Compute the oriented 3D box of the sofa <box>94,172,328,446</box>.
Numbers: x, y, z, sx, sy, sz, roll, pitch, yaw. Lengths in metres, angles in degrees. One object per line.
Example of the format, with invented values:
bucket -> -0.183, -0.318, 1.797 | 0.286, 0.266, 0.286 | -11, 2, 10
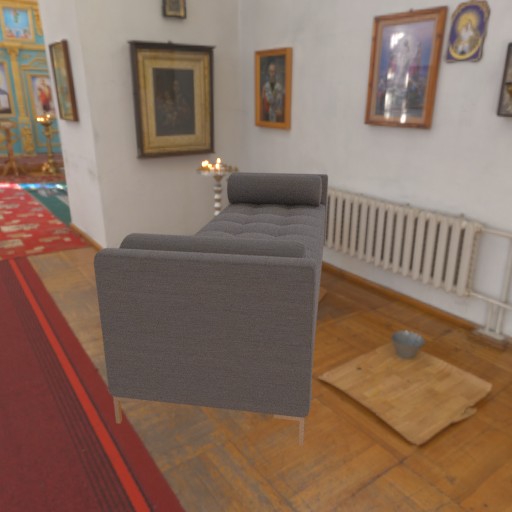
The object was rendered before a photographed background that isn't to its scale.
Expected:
sofa -> 0.000, 0.000, 2.317 | 0.686, 0.635, 1.981 | 3, 18, 9
